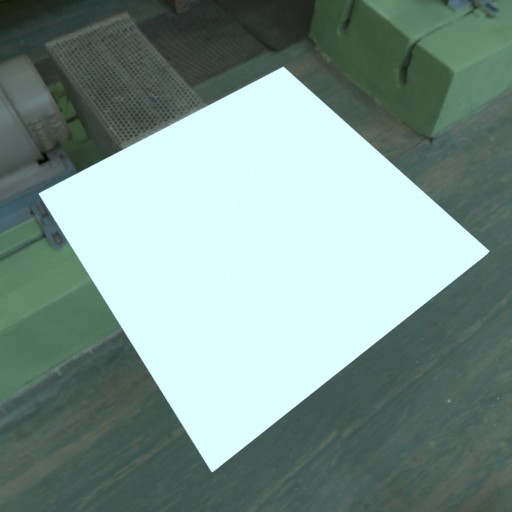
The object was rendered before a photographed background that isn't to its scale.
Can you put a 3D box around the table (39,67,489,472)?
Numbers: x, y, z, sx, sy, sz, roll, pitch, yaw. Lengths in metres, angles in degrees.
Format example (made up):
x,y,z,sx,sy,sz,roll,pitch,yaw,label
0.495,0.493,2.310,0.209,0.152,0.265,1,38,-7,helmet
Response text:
x,y,z,sx,sy,sz,roll,pitch,yaw,label
0.000,0.000,1.059,0.670,0.305,0.670,-33,67,-16,table
